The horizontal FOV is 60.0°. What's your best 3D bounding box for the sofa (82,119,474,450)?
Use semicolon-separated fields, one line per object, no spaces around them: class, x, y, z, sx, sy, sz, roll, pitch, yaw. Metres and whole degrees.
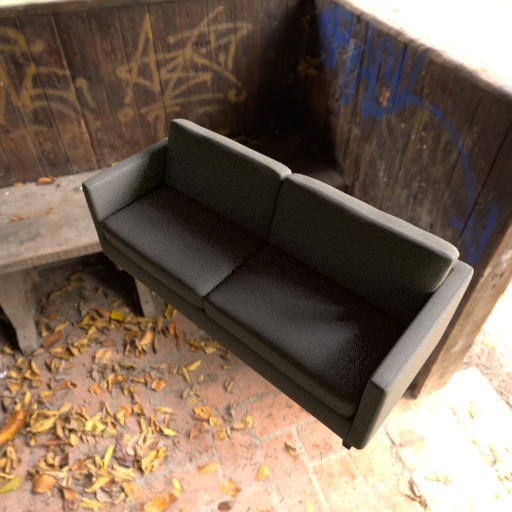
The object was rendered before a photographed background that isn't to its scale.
sofa;0.000;0.000;2.730;2.208;0.963;0.956;32;53;27
